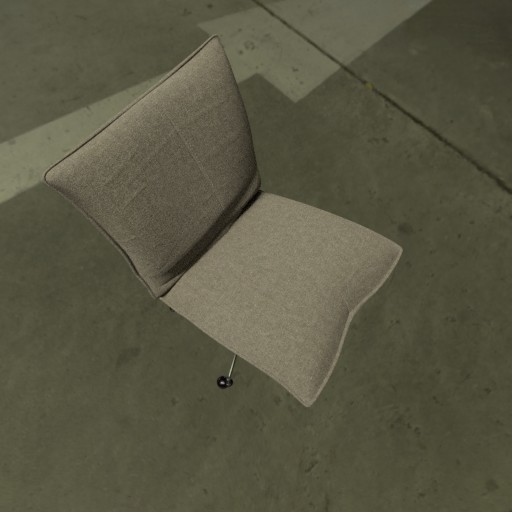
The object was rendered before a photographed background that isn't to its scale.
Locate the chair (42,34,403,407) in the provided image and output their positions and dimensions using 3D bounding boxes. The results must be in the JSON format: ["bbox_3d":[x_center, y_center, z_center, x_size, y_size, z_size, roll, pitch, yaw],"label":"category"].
[{"bbox_3d":[0.000,0.000,1.268,0.696,0.811,0.597,31,63,18],"label":"chair"}]
